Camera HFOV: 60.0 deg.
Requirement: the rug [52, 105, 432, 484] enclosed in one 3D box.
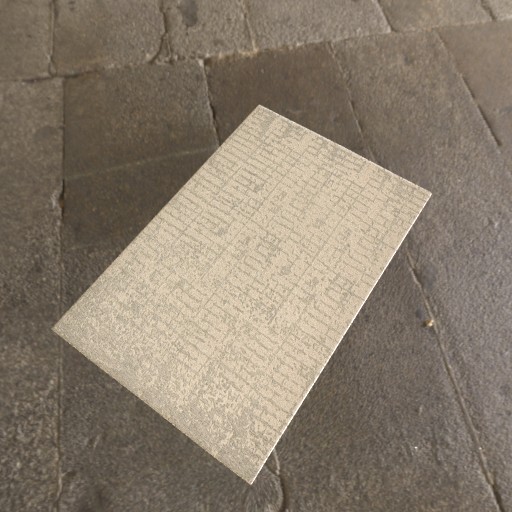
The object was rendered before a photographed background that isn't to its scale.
[{"bbox_3d":[0.000,0.000,2.383,1.211,0.007,1.827,32,68,15],"label":"rug"}]
